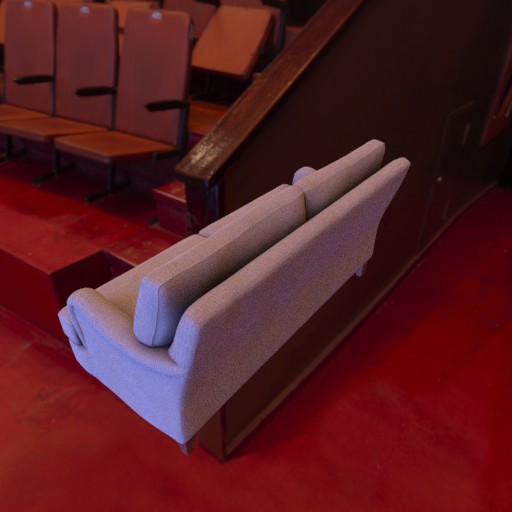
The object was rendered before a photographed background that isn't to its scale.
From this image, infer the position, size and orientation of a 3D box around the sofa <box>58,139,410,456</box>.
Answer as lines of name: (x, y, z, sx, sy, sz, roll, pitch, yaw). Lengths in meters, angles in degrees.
sofa: (0.000, 0.000, 2.792, 1.069, 1.096, 2.193, 22, 38, 31)
